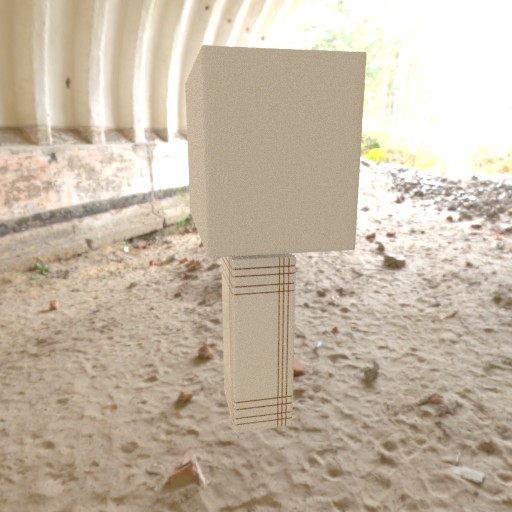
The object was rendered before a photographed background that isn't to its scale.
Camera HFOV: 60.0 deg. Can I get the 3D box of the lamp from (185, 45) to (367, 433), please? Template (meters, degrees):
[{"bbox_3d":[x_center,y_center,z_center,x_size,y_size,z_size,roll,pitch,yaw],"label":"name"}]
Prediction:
[{"bbox_3d":[0.000,0.000,0.697,0.182,0.543,0.334,-3,15,-11],"label":"lamp"}]
